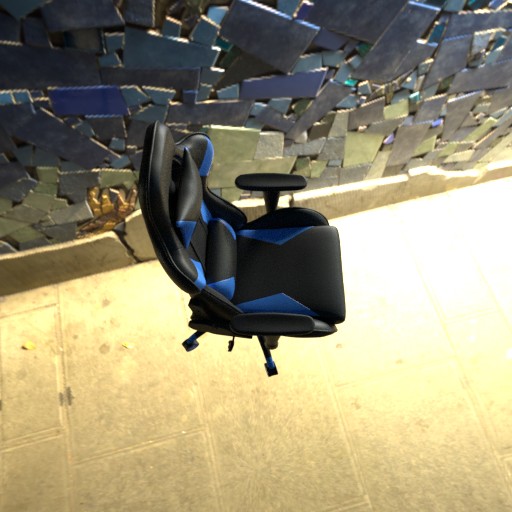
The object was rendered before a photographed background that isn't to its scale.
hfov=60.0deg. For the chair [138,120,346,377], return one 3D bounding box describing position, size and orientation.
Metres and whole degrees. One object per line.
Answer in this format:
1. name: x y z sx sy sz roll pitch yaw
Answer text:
1. chair: 0.000 0.000 1.720 0.730 1.282 0.695 0 64 0
